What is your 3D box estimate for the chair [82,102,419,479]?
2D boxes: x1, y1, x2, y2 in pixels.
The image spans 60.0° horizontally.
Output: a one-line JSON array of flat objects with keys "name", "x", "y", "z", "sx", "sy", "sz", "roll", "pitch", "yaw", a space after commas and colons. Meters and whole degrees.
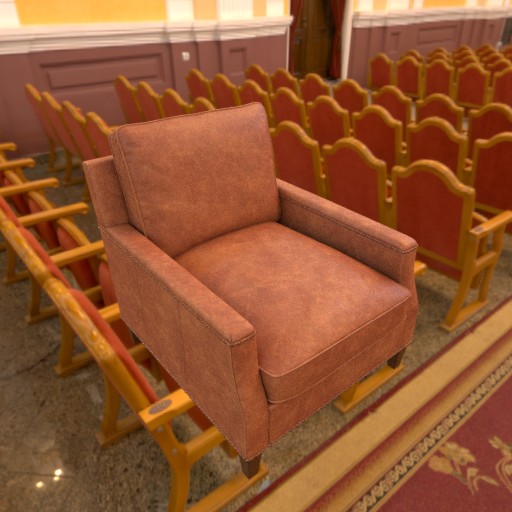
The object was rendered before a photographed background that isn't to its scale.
[{"name": "chair", "x": 0.000, "y": 0.000, "z": 1.696, "sx": 0.853, "sy": 0.943, "sz": 1.014, "roll": -23, "pitch": 38, "yaw": -33}]
